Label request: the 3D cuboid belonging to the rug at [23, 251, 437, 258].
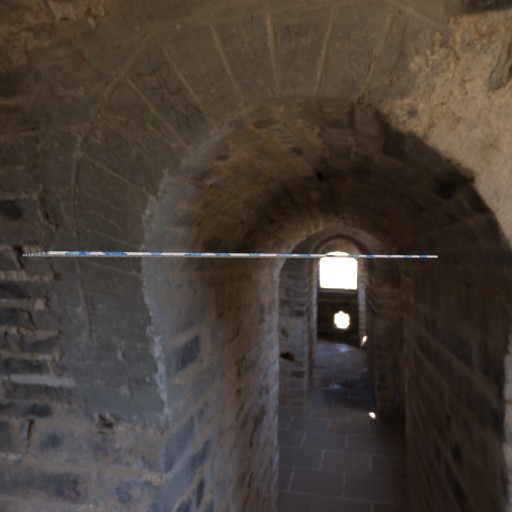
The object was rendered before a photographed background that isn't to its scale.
[{"bbox_3d":[0.000,0.000,1.648,1.492,0.007,0.503,0,-1,-34],"label":"rug"}]
